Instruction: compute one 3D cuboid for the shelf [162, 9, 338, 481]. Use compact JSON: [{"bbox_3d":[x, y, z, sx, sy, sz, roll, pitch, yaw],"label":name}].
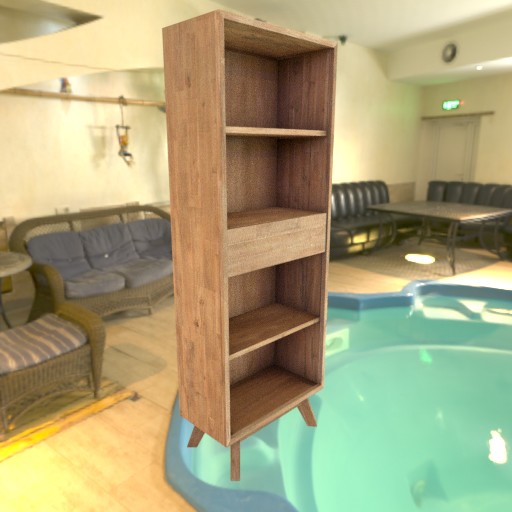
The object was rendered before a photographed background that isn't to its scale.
[{"bbox_3d":[0.000,0.000,1.470,0.491,1.342,0.267,-13,19,-43],"label":"shelf"}]
